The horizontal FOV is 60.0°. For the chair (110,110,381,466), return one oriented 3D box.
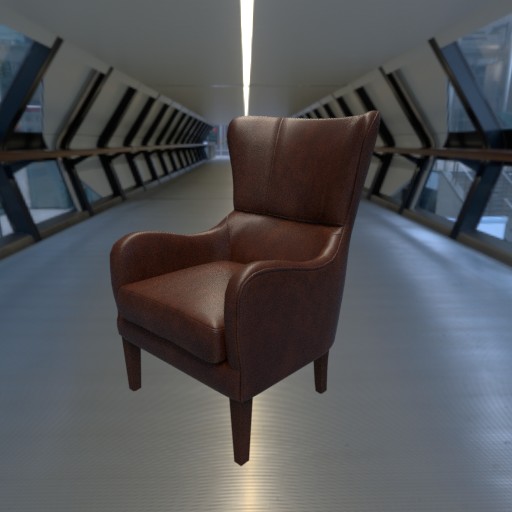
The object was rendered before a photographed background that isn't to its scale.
[{"bbox_3d":[0.000,0.000,1.679,0.692,1.048,0.914,14,20,41],"label":"chair"}]
